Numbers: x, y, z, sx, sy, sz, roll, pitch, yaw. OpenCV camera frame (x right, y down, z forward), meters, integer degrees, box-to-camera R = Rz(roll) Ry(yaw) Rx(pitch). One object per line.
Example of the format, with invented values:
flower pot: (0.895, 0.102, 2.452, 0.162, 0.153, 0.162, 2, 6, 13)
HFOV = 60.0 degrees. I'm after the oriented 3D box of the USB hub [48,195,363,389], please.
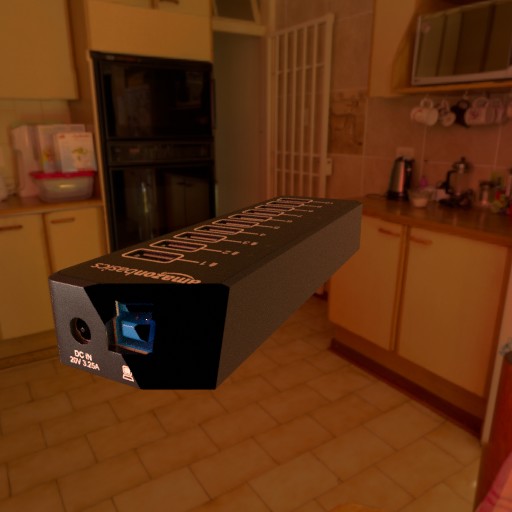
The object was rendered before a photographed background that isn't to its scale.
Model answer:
USB hub: (0.000, 0.000, 0.162, 0.044, 0.023, 0.145, 8, 18, 25)
